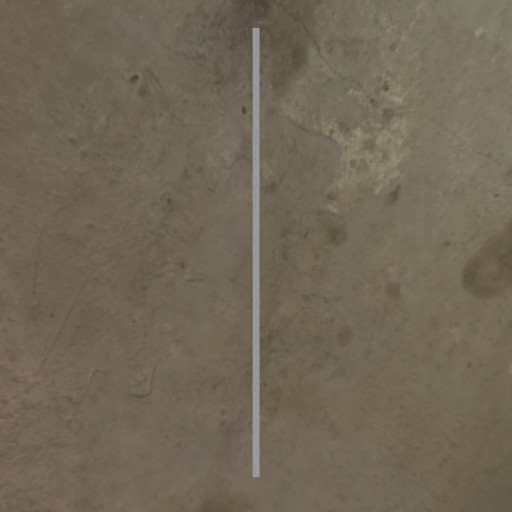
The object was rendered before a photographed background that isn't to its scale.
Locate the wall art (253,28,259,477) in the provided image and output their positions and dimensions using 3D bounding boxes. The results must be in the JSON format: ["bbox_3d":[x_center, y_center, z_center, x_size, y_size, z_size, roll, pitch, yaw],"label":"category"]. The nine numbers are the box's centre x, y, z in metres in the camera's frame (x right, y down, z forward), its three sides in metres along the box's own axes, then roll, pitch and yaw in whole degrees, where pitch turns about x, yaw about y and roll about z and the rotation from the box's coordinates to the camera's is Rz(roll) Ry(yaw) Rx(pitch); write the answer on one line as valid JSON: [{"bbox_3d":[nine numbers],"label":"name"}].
[{"bbox_3d":[0.000,0.000,1.202,0.012,0.809,0.809,0,88,0],"label":"wall art"}]
